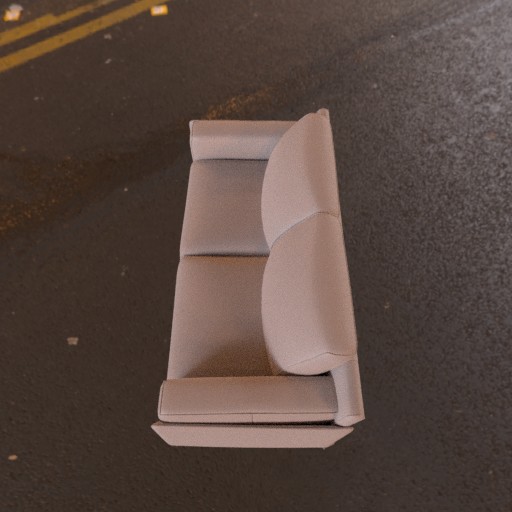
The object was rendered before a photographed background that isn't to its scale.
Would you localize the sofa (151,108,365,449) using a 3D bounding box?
[{"bbox_3d":[0.000,0.000,2.688,1.049,0.930,2.101,0,58,0],"label":"sofa"}]
